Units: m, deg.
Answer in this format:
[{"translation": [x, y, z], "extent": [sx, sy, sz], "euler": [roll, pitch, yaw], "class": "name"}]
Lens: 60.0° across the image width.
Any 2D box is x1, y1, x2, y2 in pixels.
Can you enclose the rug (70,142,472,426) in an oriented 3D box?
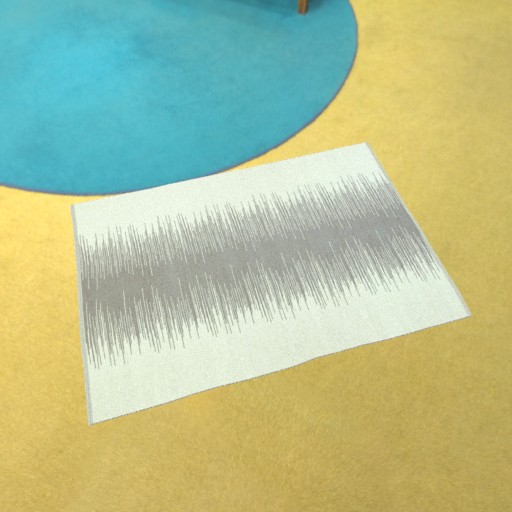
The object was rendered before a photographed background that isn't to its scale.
[{"translation": [0.000, 0.000, 2.299], "extent": [1.815, 0.007, 1.226], "euler": [-14, 59, -9], "class": "rug"}]
